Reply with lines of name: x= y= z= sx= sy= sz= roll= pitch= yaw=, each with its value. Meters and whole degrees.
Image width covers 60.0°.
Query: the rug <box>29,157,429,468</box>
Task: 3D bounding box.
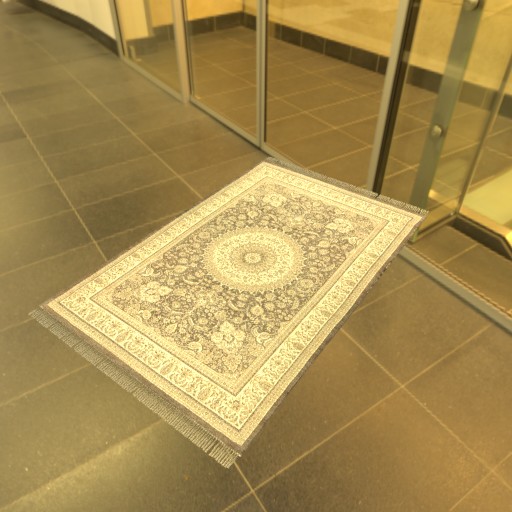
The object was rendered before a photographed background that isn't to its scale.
rug: x=0.000 y=0.000 z=4.199 sx=2.143 sy=0.015 sz=3.422 roll=25 pitch=46 yaw=27
